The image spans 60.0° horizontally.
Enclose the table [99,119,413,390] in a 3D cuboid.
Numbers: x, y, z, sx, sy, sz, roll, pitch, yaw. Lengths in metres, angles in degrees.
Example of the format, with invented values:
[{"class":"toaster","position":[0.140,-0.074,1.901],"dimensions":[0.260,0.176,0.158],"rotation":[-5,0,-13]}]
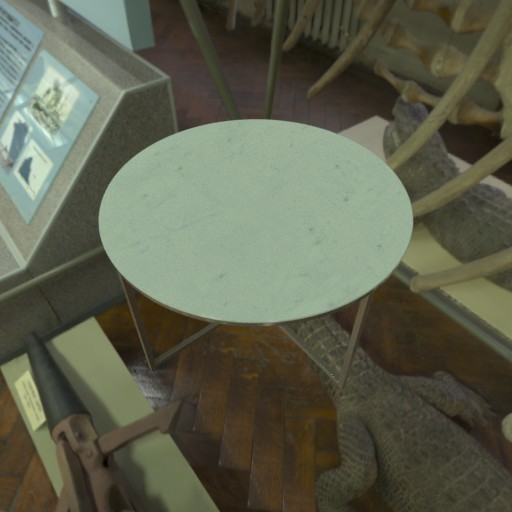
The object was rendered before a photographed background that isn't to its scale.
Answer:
[{"class":"table","position":[0.000,0.000,1.321],"dimensions":[0.800,0.450,0.800],"rotation":[0,46,0]}]
